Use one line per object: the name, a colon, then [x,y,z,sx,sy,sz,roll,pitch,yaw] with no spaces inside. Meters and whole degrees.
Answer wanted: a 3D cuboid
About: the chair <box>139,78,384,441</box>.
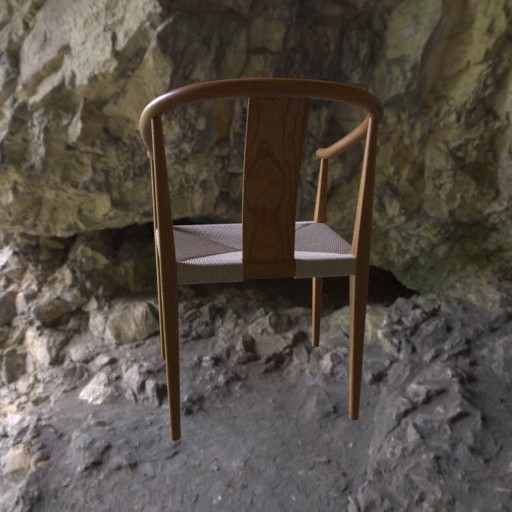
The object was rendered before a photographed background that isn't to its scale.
chair: [0.000,0.000,1.162,0.556,0.800,0.579,-3,14,-10]
